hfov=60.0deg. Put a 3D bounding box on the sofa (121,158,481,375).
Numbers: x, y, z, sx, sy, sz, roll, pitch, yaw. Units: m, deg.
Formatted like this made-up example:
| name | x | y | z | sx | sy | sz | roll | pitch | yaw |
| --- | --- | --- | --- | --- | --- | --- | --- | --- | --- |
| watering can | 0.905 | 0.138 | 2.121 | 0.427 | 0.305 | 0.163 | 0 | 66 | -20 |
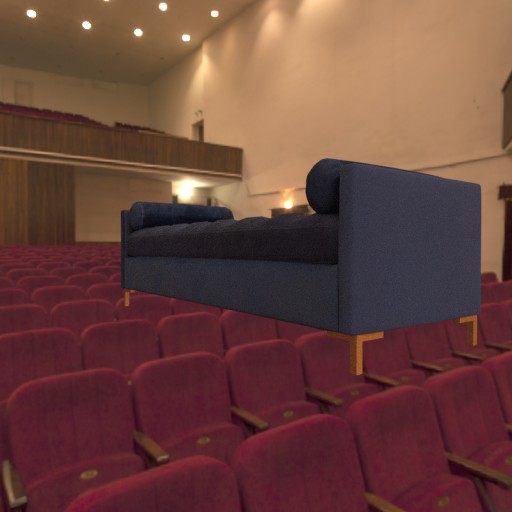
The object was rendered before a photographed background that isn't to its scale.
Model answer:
| name | x | y | z | sx | sy | sz | roll | pitch | yaw |
| --- | --- | --- | --- | --- | --- | --- | --- | --- | --- |
| sofa | 0.000 | 0.000 | 2.412 | 0.796 | 0.705 | 2.102 | -1 | 1 | -36 |
